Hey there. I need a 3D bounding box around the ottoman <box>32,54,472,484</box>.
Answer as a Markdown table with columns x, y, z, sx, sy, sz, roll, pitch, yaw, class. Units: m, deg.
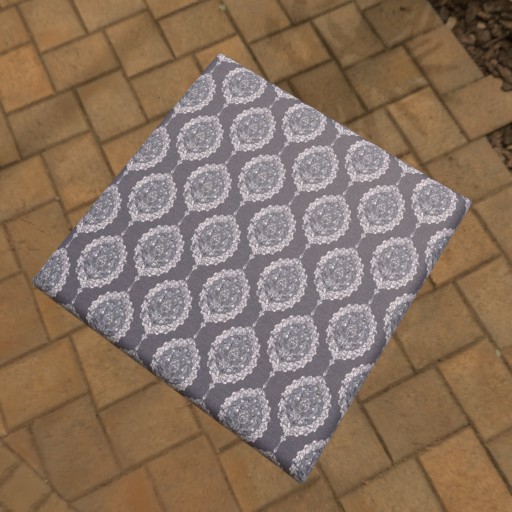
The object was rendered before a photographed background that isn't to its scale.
| x | y | z | sx | sy | sz | roll | pitch | yaw | class |
| --- | --- | --- | --- | --- | --- | --- | --- | --- | --- |
| 0.000 | 0.000 | 1.373 | 0.889 | 0.409 | 0.890 | 34 | 78 | 8 | ottoman |
